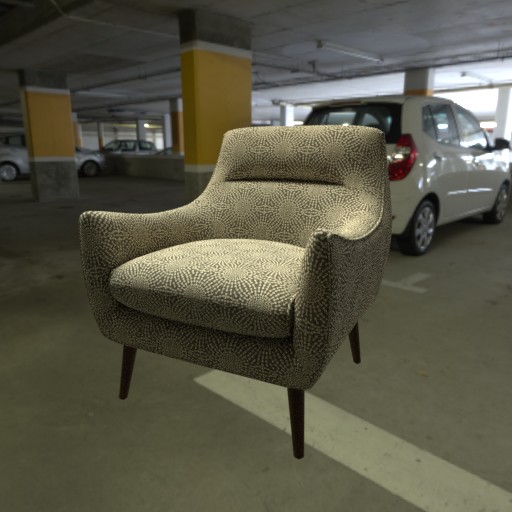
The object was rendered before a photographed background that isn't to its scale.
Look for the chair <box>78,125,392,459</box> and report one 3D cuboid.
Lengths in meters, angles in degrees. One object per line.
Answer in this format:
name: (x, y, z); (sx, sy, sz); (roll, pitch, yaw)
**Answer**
chair: (0.000, 0.000, 1.445); (0.762, 0.838, 0.787); (7, 16, 26)
